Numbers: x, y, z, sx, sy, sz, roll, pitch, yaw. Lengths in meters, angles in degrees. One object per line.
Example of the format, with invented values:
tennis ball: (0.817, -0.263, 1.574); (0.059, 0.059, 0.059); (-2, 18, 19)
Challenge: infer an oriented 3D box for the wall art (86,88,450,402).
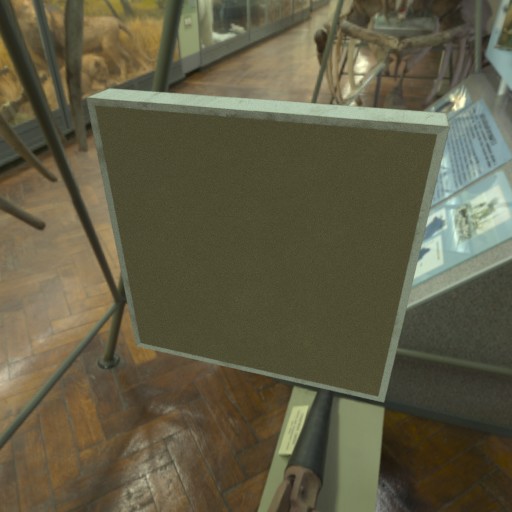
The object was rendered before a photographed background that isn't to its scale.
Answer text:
wall art: (0.000, 0.000, 0.456); (0.305, 0.303, 0.038); (9, 34, 14)
